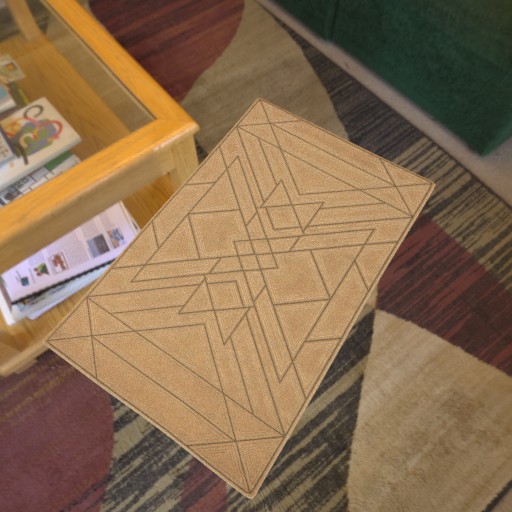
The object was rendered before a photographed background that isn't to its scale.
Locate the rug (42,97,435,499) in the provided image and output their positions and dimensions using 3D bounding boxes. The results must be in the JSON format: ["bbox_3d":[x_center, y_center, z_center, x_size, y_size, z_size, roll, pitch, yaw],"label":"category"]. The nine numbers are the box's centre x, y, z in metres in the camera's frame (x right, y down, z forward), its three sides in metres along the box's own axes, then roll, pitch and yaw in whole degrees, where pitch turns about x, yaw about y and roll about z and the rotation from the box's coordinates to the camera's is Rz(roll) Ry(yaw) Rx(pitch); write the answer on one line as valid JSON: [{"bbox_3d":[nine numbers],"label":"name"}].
[{"bbox_3d":[0.000,0.000,3.011,1.575,0.023,2.459,31,68,14],"label":"rug"}]
